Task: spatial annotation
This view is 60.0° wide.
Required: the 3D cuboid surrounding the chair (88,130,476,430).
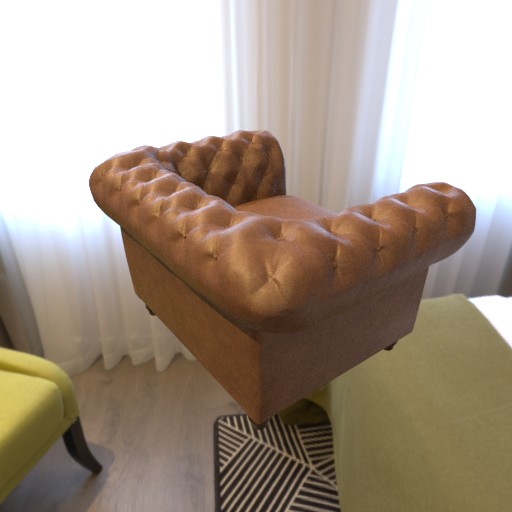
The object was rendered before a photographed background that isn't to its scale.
[{"bbox_3d":[0.000,0.000,1.824,0.954,0.784,1.298,-19,34,-32],"label":"chair"}]
